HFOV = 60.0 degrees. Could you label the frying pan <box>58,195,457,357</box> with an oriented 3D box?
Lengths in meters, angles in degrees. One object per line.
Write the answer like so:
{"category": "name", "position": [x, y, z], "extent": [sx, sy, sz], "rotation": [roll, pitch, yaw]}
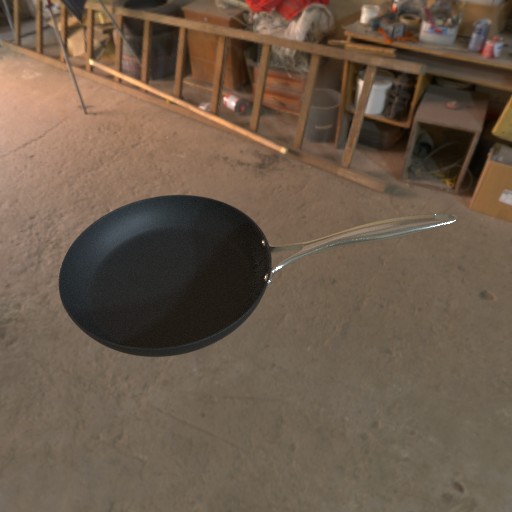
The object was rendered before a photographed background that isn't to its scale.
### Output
{"category": "frying pan", "position": [0.000, 0.000, 0.545], "extent": [0.472, 0.105, 0.255], "rotation": [-2, 46, -2]}
